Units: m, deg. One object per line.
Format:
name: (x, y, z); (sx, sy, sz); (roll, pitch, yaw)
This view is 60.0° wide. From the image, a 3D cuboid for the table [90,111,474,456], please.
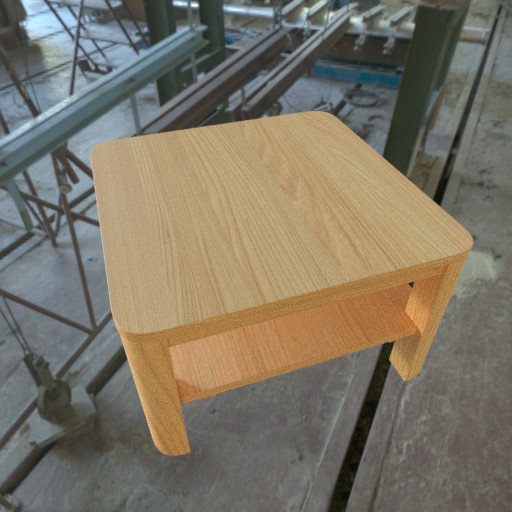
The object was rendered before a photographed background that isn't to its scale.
table: (0.000, 0.000, 1.237); (0.750, 0.450, 0.750); (-13, 43, -14)
